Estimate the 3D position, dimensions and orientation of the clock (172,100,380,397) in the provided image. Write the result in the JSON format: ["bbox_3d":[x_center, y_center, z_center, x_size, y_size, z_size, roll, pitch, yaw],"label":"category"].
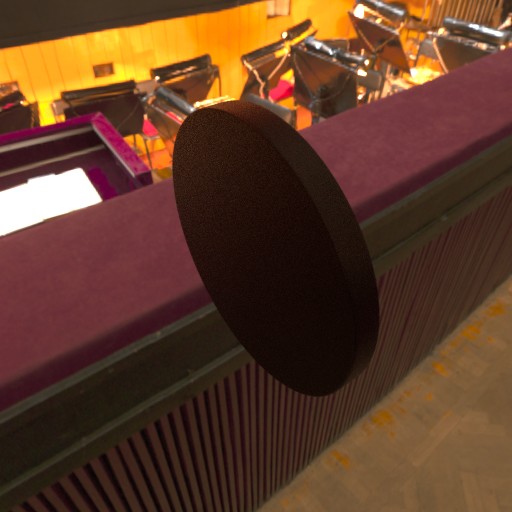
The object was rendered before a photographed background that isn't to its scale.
[{"bbox_3d":[0.000,0.000,0.468,0.029,0.314,0.314,-26,48,-26],"label":"clock"}]
